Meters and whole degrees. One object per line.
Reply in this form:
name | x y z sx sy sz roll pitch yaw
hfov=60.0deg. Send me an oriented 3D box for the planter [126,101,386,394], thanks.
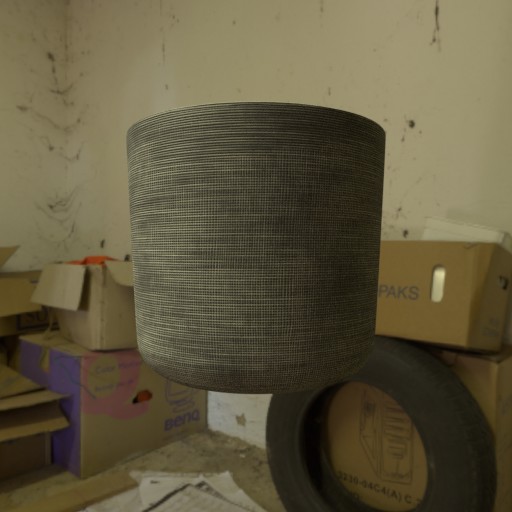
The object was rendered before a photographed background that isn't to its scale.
planter | 0.000 0.000 0.785 0.440 0.398 0.440 0 1 0
